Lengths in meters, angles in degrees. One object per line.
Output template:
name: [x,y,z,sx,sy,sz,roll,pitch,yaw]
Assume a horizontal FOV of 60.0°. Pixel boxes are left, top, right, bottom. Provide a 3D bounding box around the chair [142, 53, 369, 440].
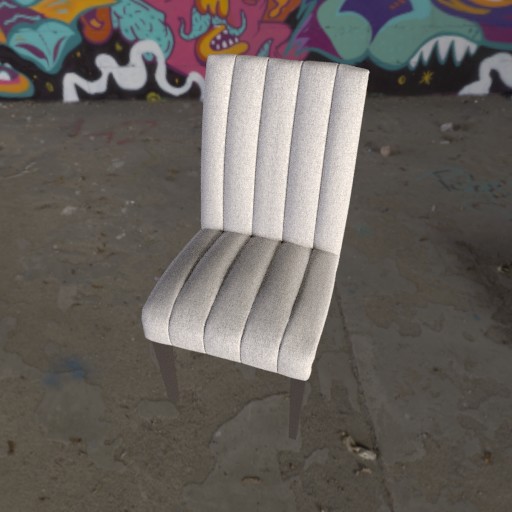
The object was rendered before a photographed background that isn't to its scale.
chair: [0.000,0.000,1.390,0.511,1.016,0.647,11,41,13]
